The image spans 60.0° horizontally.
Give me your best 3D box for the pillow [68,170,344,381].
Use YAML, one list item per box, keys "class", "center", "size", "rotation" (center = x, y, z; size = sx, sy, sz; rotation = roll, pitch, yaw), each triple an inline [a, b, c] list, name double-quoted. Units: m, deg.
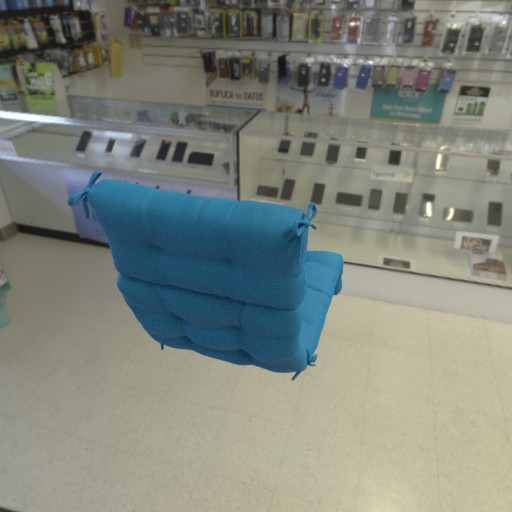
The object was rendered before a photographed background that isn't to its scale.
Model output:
- class: "pillow"
  center: [0.000, 0.000, 1.468]
  size: [0.526, 0.863, 1.016]
  rotation: [10, 34, 16]
